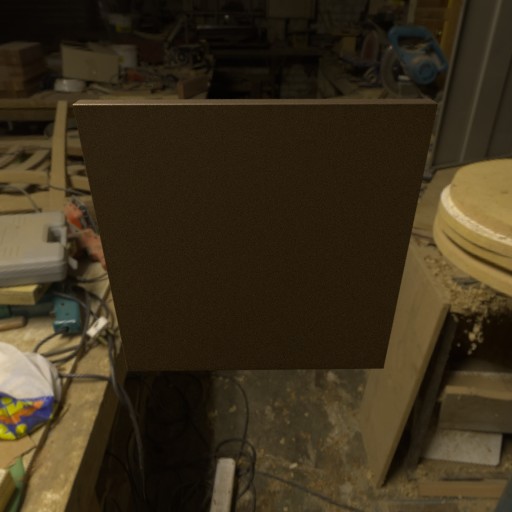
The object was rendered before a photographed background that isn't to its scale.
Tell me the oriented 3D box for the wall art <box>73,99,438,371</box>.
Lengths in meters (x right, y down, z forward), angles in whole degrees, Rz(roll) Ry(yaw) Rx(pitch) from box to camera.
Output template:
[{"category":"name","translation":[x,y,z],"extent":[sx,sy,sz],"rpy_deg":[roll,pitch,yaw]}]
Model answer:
[{"category":"wall art","translation":[0.000,0.000,0.752],"extent":[0.503,0.506,0.030],"rpy_deg":[0,31,-1]}]
